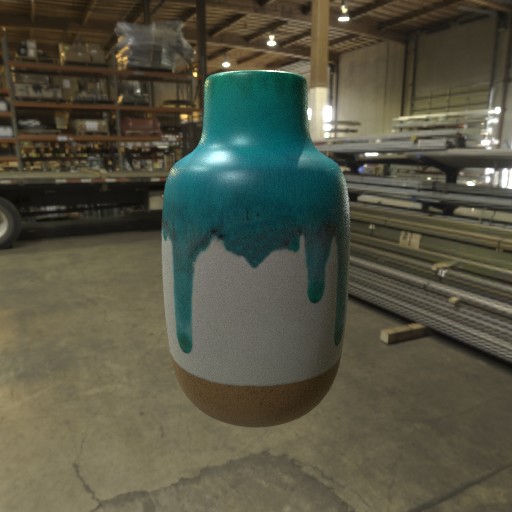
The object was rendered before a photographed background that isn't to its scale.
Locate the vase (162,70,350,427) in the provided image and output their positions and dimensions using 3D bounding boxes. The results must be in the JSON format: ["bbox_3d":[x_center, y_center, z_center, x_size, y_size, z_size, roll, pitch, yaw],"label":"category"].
[{"bbox_3d":[0.000,0.000,0.255,0.106,0.192,0.106,0,14,0],"label":"vase"}]
